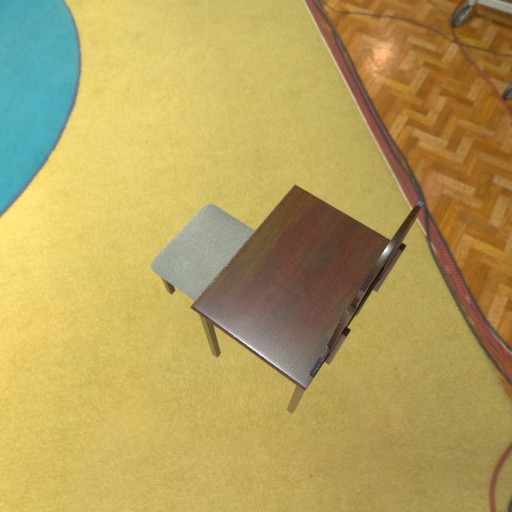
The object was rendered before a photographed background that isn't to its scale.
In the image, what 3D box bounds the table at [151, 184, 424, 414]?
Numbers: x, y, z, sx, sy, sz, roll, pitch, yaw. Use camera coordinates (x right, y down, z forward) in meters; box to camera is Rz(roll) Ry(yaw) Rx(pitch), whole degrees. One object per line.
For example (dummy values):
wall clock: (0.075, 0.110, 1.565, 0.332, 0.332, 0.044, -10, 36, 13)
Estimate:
table: (0.000, 0.000, 2.299, 1.211, 1.631, 0.876, 33, 68, 16)
